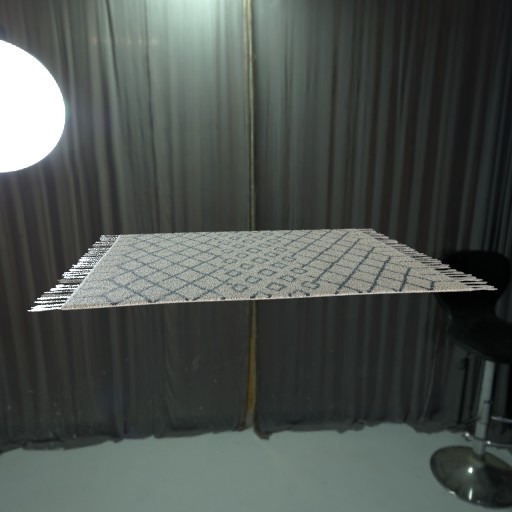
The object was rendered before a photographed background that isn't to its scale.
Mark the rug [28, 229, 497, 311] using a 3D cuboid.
[{"bbox_3d":[0.000,0.000,4.100,3.213,0.030,2.388,-2,14,-8],"label":"rug"}]
